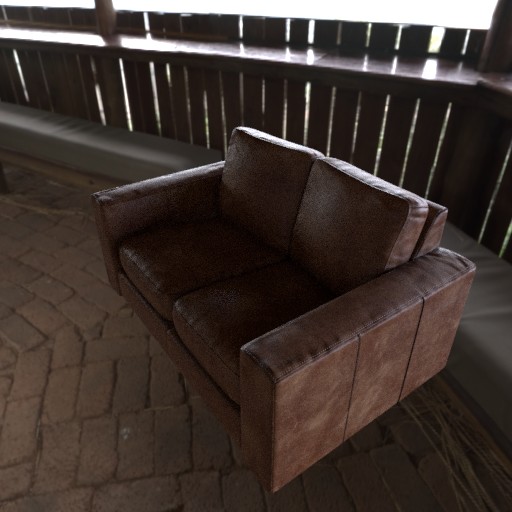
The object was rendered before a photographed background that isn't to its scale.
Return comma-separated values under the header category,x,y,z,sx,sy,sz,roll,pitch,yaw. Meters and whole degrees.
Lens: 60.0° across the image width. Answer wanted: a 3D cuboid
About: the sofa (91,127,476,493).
category,x,y,z,sx,sy,sz,roll,pitch,yaw
sofa,0.000,0.000,2.163,1.041,0.889,1.626,-21,38,-30
